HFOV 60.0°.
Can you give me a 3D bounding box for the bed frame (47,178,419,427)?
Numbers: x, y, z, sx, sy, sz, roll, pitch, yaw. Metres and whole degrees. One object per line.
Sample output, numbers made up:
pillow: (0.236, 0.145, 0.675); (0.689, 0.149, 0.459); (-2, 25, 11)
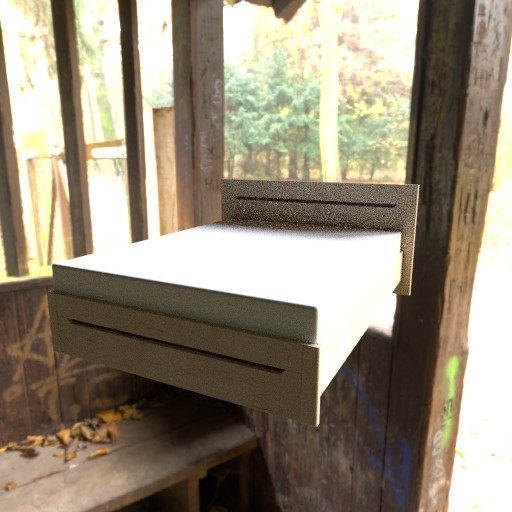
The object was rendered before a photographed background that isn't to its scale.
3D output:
bed frame: (0.000, 0.000, 3.064); (1.800, 0.900, 2.080); (7, 15, 26)
